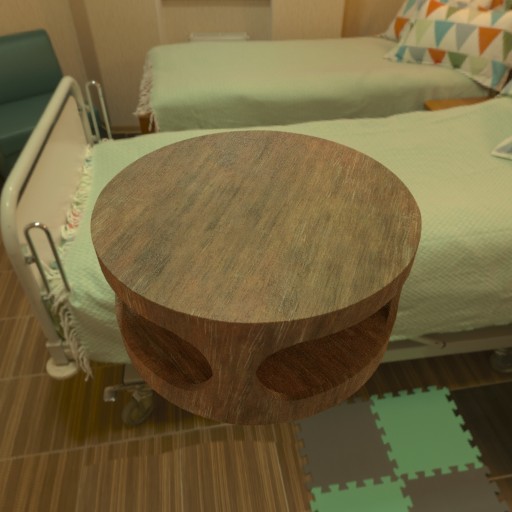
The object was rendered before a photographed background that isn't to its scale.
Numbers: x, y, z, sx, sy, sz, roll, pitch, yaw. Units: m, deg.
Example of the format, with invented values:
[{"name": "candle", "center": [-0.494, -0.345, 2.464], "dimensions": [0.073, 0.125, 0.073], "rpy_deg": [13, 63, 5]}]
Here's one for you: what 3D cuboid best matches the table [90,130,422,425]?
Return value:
[{"name": "table", "center": [0.000, 0.000, 1.501], "dimensions": [0.974, 0.450, 0.974], "rpy_deg": [0, 41, 0]}]
